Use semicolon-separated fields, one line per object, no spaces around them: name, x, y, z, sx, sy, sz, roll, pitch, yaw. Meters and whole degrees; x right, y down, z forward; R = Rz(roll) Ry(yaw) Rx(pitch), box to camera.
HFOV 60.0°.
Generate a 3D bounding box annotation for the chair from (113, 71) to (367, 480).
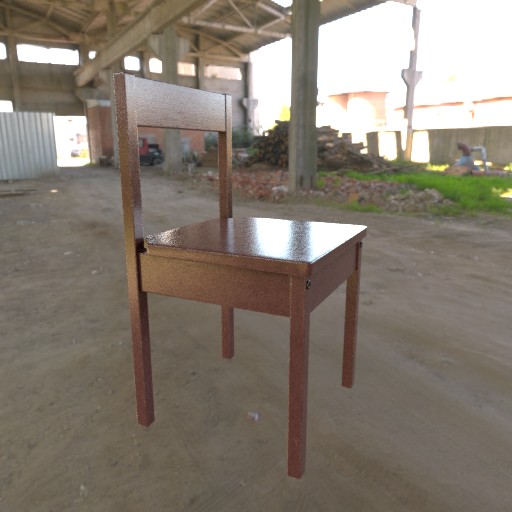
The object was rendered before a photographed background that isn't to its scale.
chair;0.000;0.000;0.894;0.361;0.668;0.367;7;15;26
